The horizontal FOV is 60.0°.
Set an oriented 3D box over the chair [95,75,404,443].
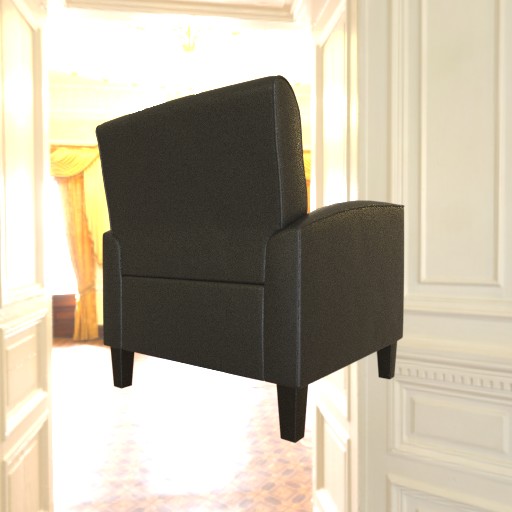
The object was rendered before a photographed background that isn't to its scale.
[{"bbox_3d":[0.000,0.000,1.591,0.820,0.916,0.819,1,2,37],"label":"chair"}]
